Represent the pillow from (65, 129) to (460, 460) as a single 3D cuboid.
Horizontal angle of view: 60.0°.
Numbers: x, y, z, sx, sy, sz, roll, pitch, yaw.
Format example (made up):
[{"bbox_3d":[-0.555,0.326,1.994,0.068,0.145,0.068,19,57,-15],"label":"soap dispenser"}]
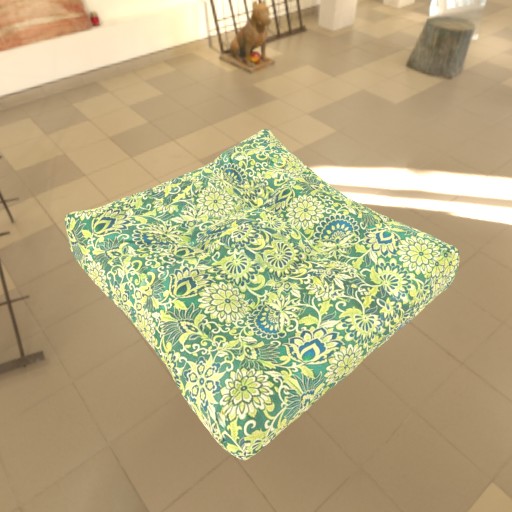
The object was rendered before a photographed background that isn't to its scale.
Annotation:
[{"bbox_3d":[0.000,0.000,0.744,0.468,0.128,0.490,-31,53,-27],"label":"pillow"}]
